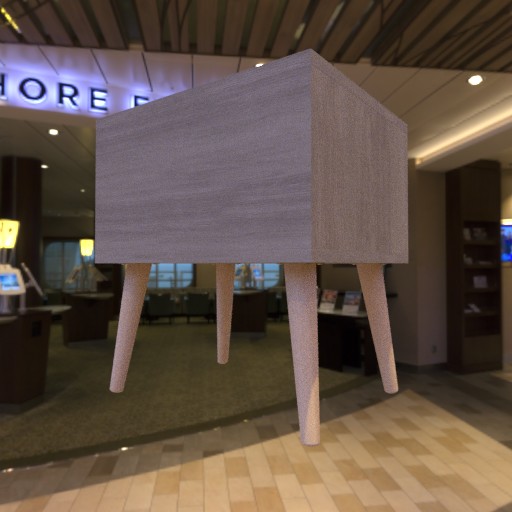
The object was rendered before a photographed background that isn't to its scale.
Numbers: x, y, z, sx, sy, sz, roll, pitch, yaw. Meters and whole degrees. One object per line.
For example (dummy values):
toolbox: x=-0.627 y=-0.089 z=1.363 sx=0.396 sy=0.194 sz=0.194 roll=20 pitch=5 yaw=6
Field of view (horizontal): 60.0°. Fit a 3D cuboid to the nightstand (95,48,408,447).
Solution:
nightstand: x=0.000 y=0.000 z=0.828 sx=0.450 sy=0.500 sz=0.380 roll=-1 pitch=-1 yaw=37
